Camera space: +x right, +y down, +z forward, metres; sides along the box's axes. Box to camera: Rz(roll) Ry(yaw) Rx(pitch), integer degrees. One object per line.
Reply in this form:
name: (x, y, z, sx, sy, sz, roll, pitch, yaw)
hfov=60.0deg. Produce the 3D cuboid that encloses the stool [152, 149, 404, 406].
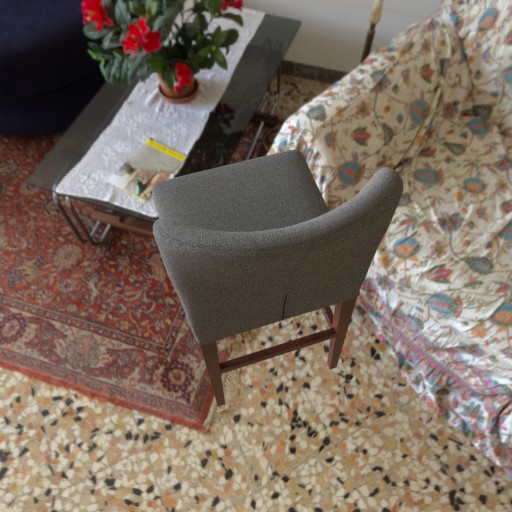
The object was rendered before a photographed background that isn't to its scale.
stool: (0.000, 0.000, 1.265, 0.479, 0.968, 0.568, -16, 60, -9)
